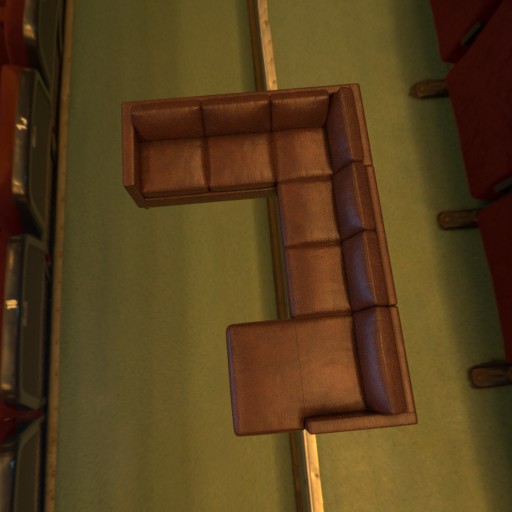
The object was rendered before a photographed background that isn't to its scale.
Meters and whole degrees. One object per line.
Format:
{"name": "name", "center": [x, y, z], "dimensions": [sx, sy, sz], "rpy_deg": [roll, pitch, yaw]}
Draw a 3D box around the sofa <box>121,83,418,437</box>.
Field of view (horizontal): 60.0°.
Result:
{"name": "sofa", "center": [0.000, 0.000, 4.399], "dimensions": [2.452, 0.891, 3.324], "rpy_deg": [-5, 76, -1]}
